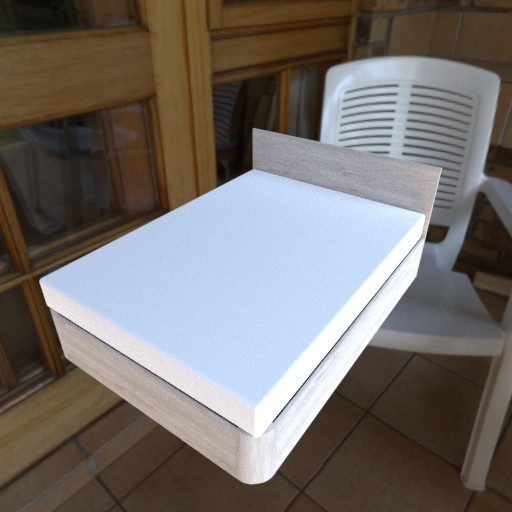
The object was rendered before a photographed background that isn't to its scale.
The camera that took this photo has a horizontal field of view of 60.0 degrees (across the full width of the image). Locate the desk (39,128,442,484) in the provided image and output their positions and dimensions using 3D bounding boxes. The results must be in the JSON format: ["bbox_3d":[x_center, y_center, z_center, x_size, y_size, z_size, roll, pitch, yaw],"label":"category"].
[{"bbox_3d":[0.000,0.000,2.581,1.400,0.800,1.900,21,38,29],"label":"desk"}]
